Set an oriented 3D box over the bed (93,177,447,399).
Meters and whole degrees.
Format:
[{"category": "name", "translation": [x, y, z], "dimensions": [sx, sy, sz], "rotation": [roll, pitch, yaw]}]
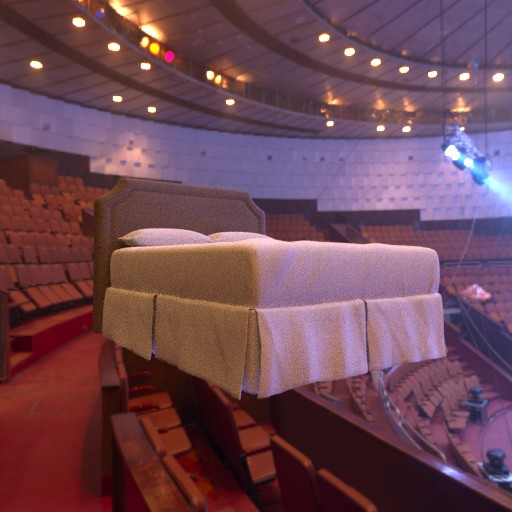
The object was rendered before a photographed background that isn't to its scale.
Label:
[{"category": "bed", "translation": [0.000, 0.000, 3.199], "dimensions": [1.693, 1.290, 2.116], "rotation": [0, 0, -37]}]
